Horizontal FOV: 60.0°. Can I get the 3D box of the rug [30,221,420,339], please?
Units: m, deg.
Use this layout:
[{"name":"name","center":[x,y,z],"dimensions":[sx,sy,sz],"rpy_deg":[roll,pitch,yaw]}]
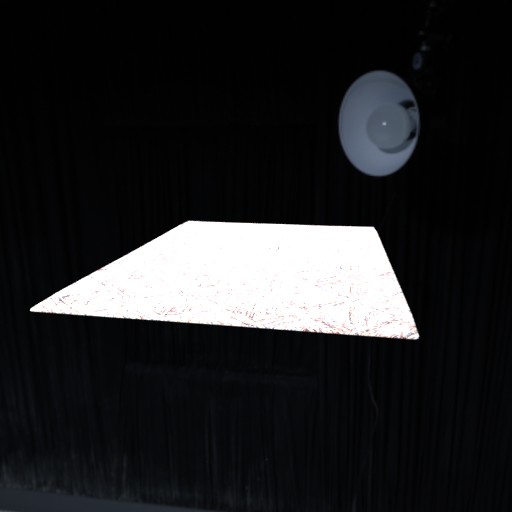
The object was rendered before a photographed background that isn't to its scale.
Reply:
[{"name":"rug","center":[0.000,0.000,4.177],"dimensions":[2.436,0.024,3.226],"rpy_deg":[3,15,10]}]
